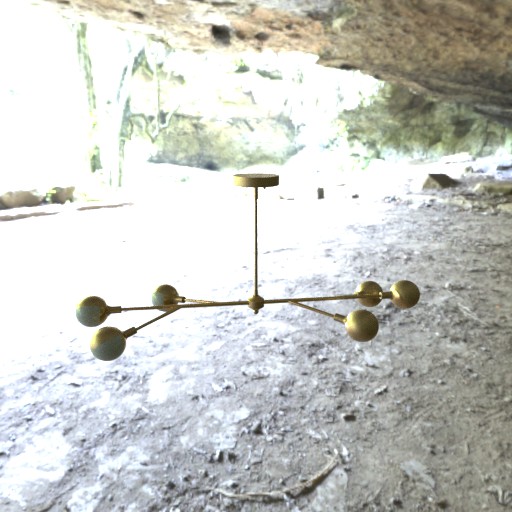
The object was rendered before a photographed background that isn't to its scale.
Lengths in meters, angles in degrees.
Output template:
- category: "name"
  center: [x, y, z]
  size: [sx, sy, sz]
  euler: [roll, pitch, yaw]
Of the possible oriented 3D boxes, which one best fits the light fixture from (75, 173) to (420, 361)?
- category: "light fixture"
  center: [0.000, 0.000, 1.004]
  size: [0.778, 0.362, 0.434]
  euler: [2, 16, 7]
